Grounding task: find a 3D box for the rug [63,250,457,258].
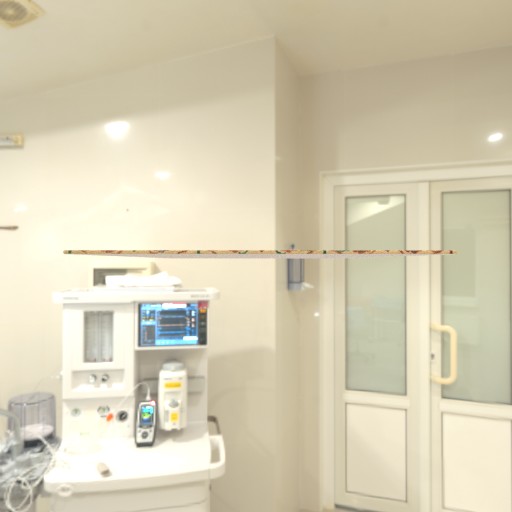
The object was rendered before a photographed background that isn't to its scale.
[{"bbox_3d":[0.000,0.000,2.289,1.226,0.013,1.838,0,-1,-1],"label":"rug"}]
